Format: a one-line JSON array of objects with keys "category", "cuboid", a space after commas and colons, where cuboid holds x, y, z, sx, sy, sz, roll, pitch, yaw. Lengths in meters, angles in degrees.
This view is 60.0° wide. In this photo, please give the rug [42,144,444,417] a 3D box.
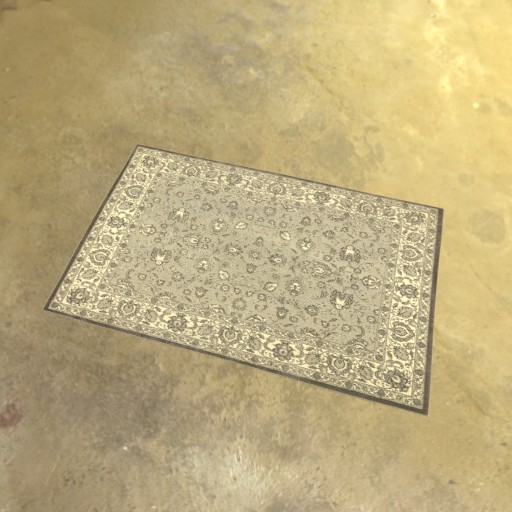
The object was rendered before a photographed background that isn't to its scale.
[{"category": "rug", "cuboid": [0.000, 0.000, 3.039, 2.438, 0.011, 1.524, 13, 60, 8]}]
